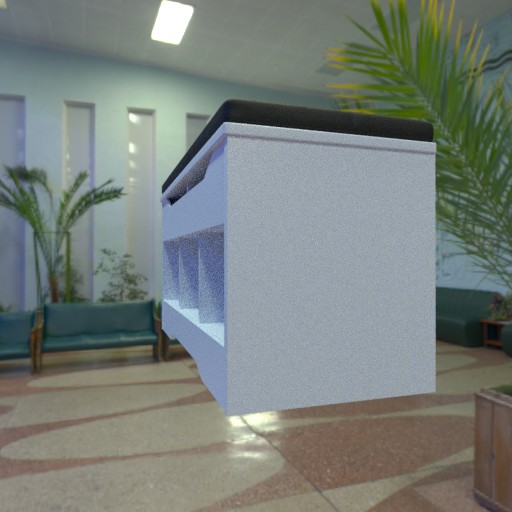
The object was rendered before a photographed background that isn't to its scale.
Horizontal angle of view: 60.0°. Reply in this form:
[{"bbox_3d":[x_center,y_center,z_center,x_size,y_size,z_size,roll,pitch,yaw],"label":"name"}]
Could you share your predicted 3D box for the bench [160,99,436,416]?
[{"bbox_3d":[0.000,0.000,1.171,0.401,0.500,0.899,0,0,-18],"label":"bench"}]
